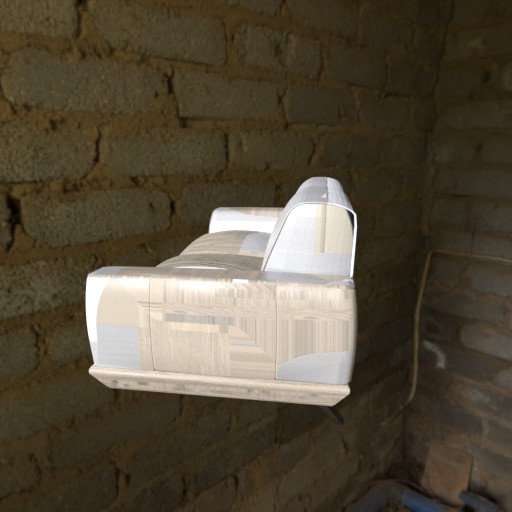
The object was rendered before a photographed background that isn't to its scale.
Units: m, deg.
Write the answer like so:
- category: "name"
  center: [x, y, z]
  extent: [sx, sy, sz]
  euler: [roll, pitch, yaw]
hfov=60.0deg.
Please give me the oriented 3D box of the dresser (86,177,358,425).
- category: "dresser"
  center: [0.000, 0.000, 5.692]
  extent: [2.251, 1.863, 4.679]
  euler: [2, 13, 8]
